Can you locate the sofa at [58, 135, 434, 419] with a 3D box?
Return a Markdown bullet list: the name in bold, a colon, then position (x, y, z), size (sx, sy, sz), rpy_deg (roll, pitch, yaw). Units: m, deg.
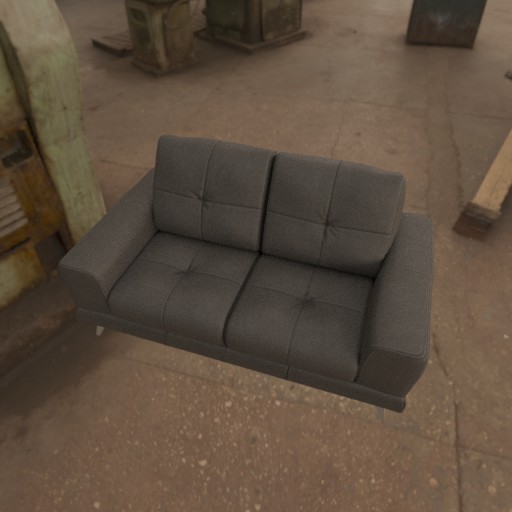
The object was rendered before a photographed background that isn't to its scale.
- **sofa**: position (0.000, 0.000, 2.379), size (1.806, 0.907, 1.018), rpy_deg (13, 44, 14)
